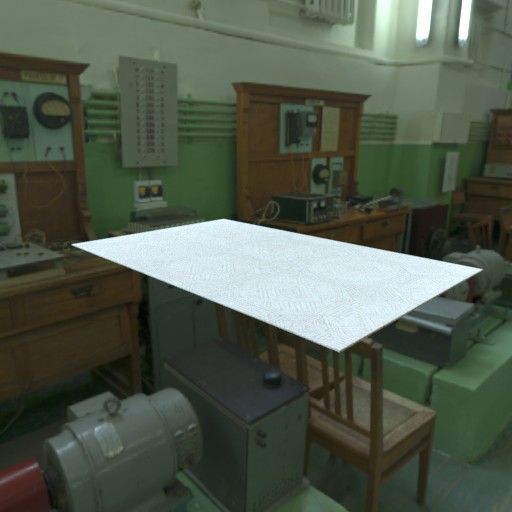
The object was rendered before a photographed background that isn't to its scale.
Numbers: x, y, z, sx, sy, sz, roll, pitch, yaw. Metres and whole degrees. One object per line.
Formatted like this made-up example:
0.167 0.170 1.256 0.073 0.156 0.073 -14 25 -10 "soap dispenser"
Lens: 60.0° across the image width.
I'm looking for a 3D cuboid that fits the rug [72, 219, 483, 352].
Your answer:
0.000 0.000 3.041 1.524 0.008 2.440 -14 21 -43 "rug"
